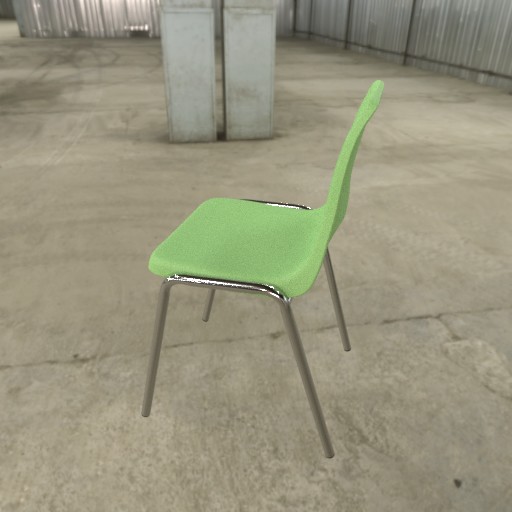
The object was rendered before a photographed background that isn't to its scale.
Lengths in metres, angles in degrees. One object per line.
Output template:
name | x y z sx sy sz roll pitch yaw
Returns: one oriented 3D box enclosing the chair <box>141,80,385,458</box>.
chair | 0.000 0.000 0.936 0.436 0.704 0.381 8 31 14
